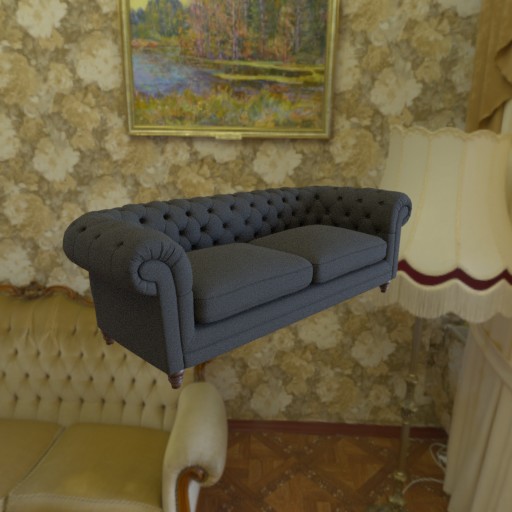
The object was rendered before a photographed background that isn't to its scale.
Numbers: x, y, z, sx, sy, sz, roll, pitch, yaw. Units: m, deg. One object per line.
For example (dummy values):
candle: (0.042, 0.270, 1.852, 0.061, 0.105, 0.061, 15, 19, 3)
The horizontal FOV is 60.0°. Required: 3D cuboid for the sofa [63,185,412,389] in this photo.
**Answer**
sofa: (0.000, 0.000, 2.878, 2.362, 0.762, 0.991, -14, 20, -43)
